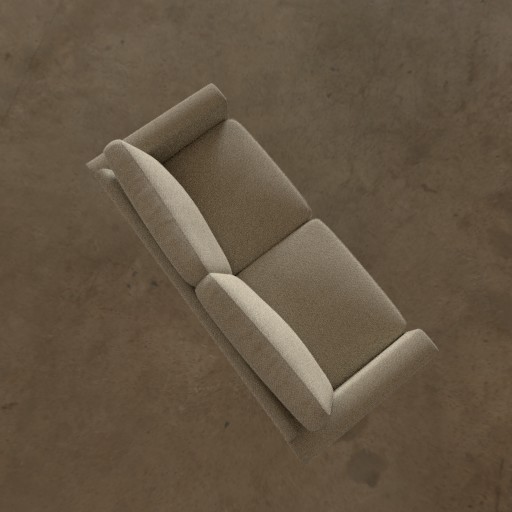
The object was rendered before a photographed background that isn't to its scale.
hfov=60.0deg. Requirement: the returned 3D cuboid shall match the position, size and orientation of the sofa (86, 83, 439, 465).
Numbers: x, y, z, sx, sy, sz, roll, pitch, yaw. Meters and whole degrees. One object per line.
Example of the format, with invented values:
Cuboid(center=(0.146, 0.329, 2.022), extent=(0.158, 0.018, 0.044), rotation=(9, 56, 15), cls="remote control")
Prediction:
Cuboid(center=(0.000, 0.000, 2.728), extent=(1.016, 0.873, 2.179), rotation=(-36, 78, -9), cls="sofa")
